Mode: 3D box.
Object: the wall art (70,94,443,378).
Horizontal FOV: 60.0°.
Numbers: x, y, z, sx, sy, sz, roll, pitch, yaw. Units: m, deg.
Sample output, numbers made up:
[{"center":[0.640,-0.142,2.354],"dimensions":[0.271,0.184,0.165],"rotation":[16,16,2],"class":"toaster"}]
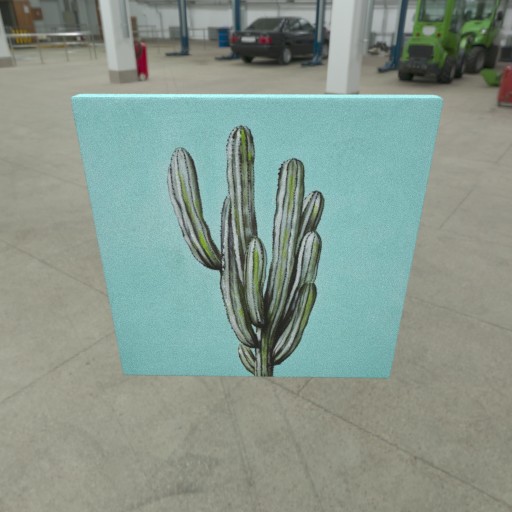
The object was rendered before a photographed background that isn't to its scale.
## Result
[{"center":[0.000,0.000,1.112],"dimensions":[0.765,0.766,0.054],"rotation":[0,29,1],"class":"wall art"}]
